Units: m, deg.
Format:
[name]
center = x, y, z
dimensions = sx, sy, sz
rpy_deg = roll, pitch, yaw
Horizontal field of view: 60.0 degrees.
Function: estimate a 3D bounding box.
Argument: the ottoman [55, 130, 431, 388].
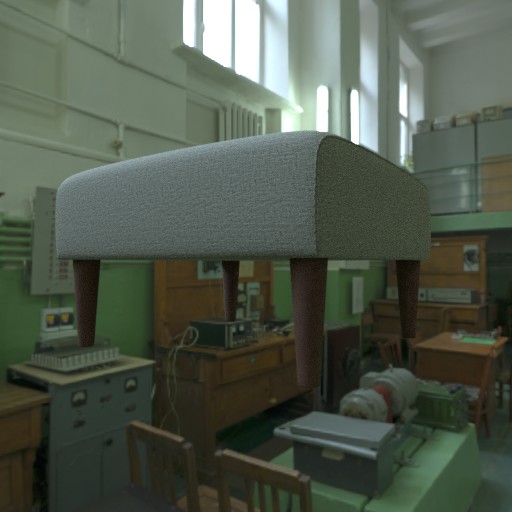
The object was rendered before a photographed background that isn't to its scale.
[ottoman]
center = 0.000, 0.000, 1.036
dimensions = 0.650, 0.398, 0.649
rpy_deg = -1, -1, 35
